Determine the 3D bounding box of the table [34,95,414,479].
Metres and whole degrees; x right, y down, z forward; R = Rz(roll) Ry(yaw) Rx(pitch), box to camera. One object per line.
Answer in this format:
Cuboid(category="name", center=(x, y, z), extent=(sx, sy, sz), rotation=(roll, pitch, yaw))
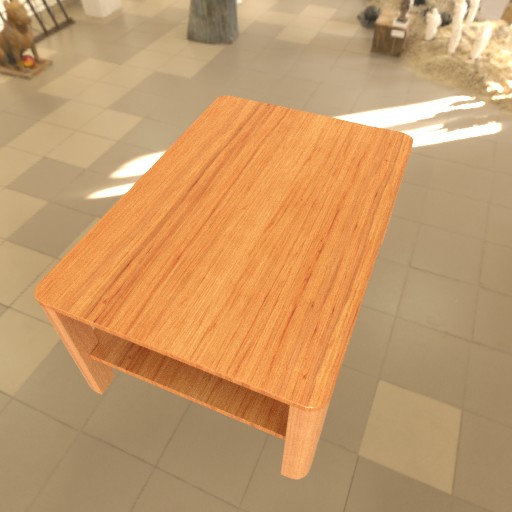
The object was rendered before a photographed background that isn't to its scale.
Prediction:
Cuboid(category="table", center=(0.000, 0.000, 1.372), extent=(0.696, 0.445, 0.997), rotation=(17, 50, 15))
